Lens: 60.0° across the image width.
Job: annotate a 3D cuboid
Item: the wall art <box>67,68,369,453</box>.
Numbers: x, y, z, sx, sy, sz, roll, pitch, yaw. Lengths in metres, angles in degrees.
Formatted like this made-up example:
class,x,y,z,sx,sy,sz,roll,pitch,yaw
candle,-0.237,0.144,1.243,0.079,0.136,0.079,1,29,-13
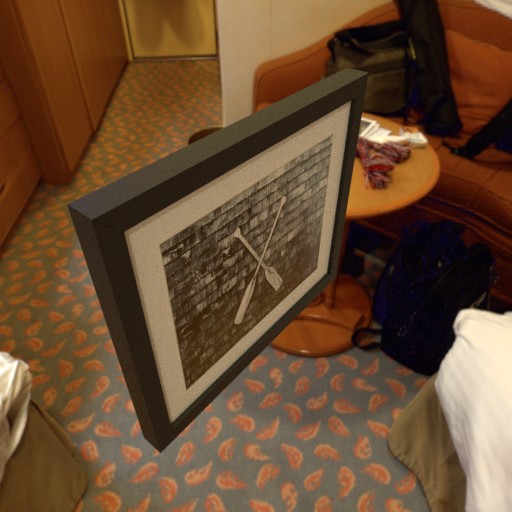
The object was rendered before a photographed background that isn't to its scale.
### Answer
class,x,y,z,sx,sy,sz,roll,pitch,yaw
wall art,0.000,0.000,0.522,0.029,0.330,0.381,28,48,29
